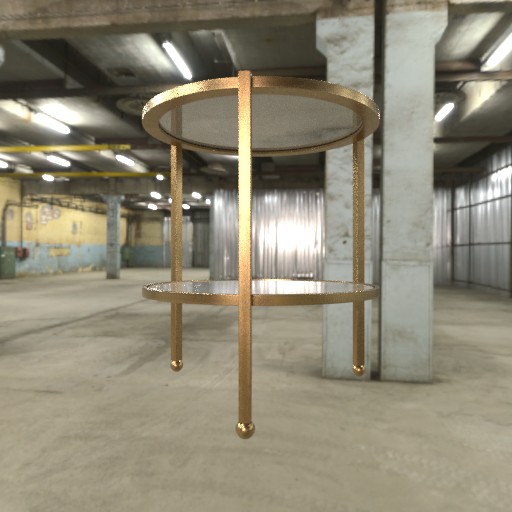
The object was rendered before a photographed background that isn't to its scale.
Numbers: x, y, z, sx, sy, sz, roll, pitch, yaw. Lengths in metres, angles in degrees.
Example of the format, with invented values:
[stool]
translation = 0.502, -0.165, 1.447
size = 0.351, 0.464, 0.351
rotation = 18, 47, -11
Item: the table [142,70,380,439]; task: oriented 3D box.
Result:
[table]
translation = 0.000, 0.000, 0.450
size = 0.243, 0.269, 0.231
rotation = 0, 0, 36
